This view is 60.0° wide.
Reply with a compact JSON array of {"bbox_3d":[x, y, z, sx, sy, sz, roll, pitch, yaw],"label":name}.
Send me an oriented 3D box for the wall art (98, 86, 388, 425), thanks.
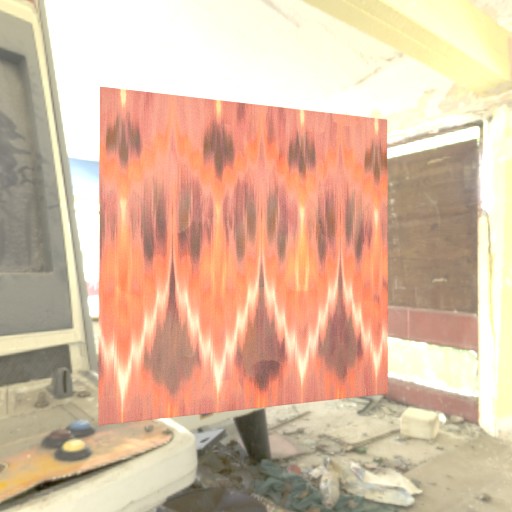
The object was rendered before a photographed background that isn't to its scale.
[{"bbox_3d":[0.000,0.000,0.904,0.603,0.609,0.037,0,-1,-18],"label":"wall art"}]
